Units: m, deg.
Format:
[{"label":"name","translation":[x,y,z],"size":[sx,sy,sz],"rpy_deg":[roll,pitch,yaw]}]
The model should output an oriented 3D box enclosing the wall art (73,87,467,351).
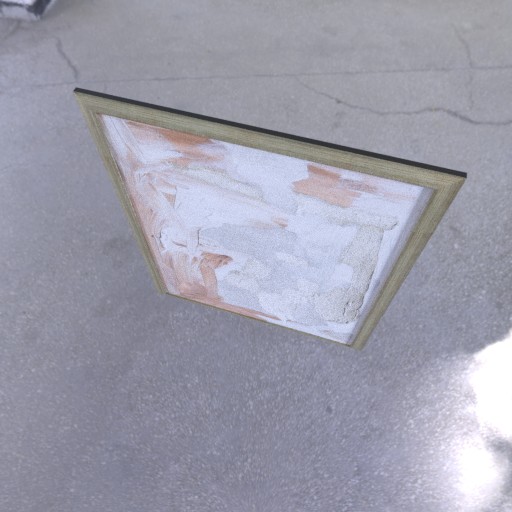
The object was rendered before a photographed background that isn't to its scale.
[{"label":"wall art","translation":[0.000,0.000,0.886],"size":[0.559,0.660,0.018],"rpy_deg":[15,60,9]}]
